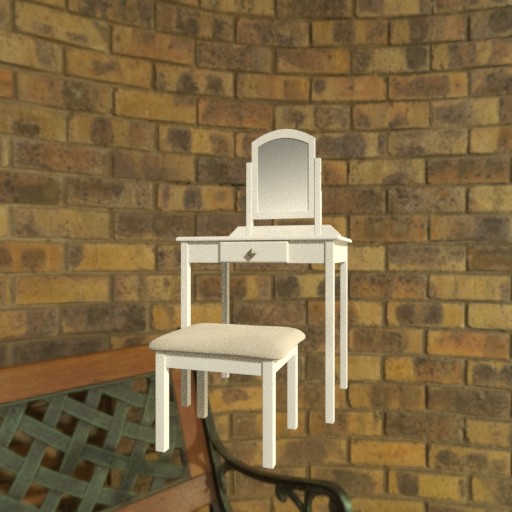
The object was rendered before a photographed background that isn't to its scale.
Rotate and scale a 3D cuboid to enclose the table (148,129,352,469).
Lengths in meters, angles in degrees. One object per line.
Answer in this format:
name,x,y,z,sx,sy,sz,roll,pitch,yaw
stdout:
table,0.000,0.000,2.325,0.876,1.631,1.211,0,0,18
